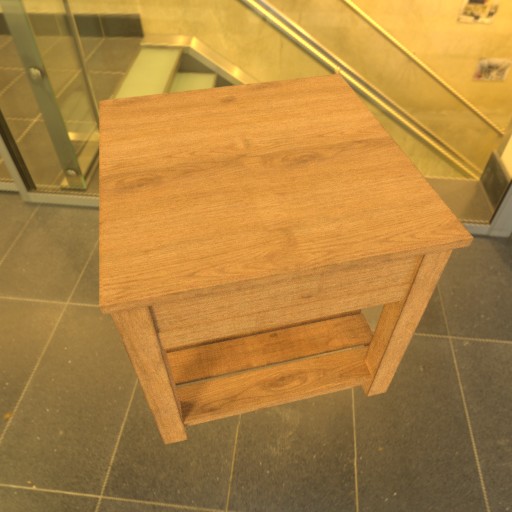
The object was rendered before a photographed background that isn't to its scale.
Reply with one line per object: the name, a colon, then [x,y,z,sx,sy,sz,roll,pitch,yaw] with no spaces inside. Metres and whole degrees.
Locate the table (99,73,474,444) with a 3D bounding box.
table: [0.000,0.000,1.105,0.612,0.593,0.616,-10,48,-9]
